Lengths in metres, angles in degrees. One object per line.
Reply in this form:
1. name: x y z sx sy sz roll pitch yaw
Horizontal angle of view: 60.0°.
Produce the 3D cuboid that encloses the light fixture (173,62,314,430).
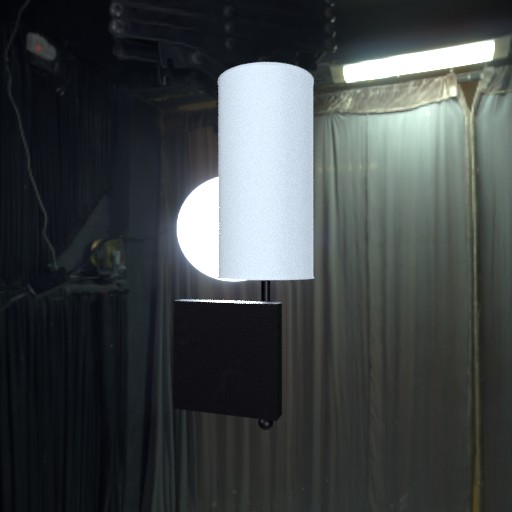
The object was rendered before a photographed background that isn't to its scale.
1. light fixture: 0.000 0.000 0.552 0.128 0.462 0.208 0 0 19
